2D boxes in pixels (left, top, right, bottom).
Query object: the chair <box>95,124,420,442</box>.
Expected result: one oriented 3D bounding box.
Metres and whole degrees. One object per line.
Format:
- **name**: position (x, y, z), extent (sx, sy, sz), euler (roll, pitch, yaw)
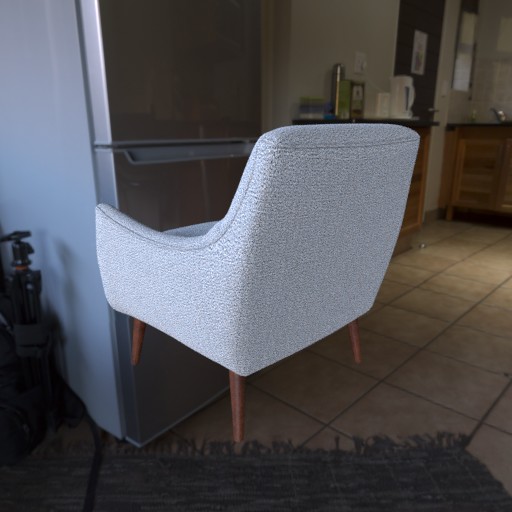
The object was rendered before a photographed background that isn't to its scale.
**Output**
- **chair**: position (0.000, 0.000, 1.458), extent (0.762, 0.838, 0.787), euler (-16, 23, -42)
